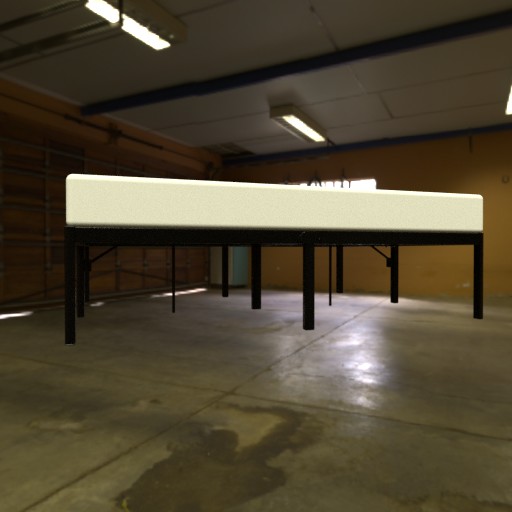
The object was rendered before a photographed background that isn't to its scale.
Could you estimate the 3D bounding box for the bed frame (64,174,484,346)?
[{"bbox_3d":[0.000,0.000,2.745,2.072,0.659,1.557,0,1,-19],"label":"bed frame"}]
